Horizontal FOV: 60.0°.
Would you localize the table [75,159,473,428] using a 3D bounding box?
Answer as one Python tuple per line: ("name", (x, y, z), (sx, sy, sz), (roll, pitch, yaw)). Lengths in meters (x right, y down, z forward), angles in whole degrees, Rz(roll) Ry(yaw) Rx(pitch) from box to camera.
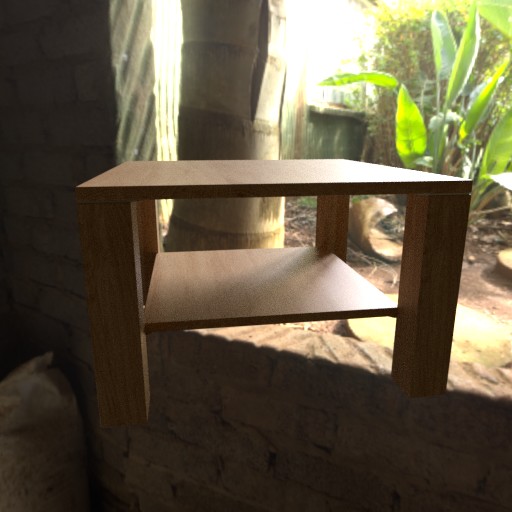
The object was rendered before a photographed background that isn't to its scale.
("table", (0.000, 0.000, 1.155), (0.700, 0.450, 0.700), (-2, 16, -9))
